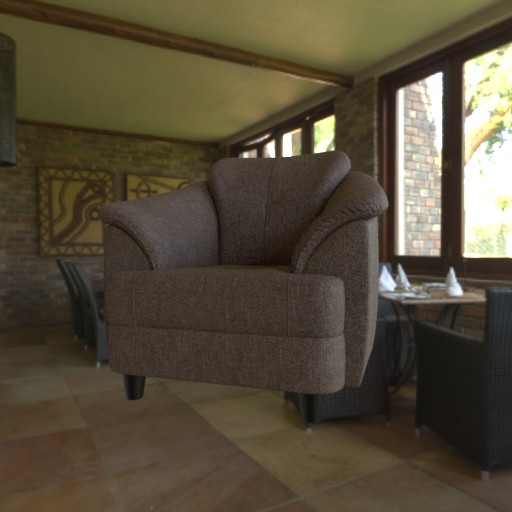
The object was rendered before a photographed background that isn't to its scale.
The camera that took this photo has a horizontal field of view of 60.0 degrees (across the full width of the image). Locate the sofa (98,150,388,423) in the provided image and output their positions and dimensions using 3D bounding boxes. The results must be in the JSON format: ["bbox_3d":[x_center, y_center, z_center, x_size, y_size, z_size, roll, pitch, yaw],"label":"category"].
[{"bbox_3d":[0.000,0.000,1.498,0.870,0.811,0.794,0,1,19],"label":"sofa"}]
